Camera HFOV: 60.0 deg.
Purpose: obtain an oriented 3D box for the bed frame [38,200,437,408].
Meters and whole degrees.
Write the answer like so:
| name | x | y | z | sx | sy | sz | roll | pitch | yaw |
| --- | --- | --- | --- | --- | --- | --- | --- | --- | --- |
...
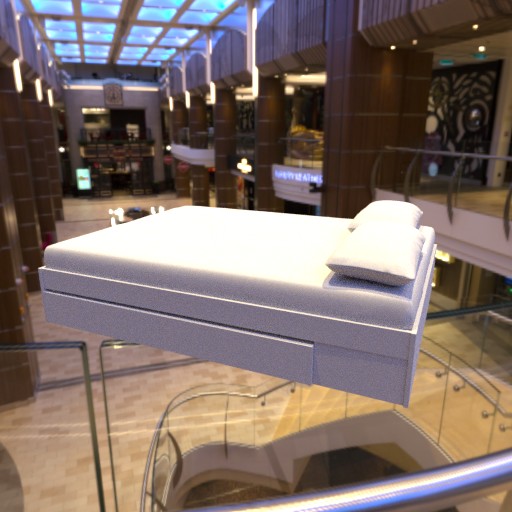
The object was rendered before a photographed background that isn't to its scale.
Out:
| name | x | y | z | sx | sy | sz | roll | pitch | yaw |
| --- | --- | --- | --- | --- | --- | --- | --- | --- | --- |
| bed frame | 0.000 | 0.000 | 2.658 | 1.950 | 0.629 | 1.450 | 7 | 18 | 23 |
